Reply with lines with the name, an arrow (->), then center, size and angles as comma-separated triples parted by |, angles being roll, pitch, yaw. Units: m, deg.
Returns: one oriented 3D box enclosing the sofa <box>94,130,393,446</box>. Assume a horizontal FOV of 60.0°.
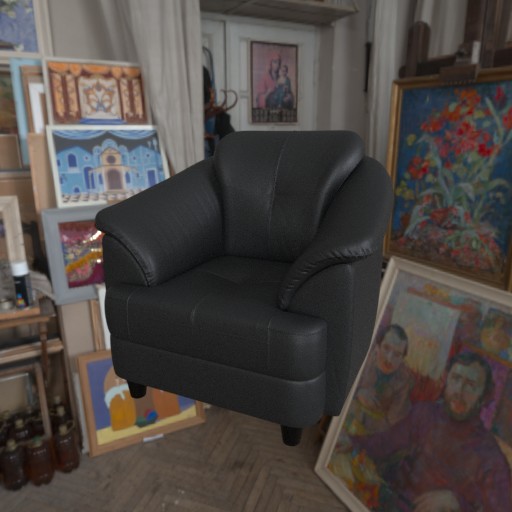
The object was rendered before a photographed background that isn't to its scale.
sofa -> 0.000, 0.000, 1.478 | 0.870, 0.811, 0.794 | 7, 17, 24
